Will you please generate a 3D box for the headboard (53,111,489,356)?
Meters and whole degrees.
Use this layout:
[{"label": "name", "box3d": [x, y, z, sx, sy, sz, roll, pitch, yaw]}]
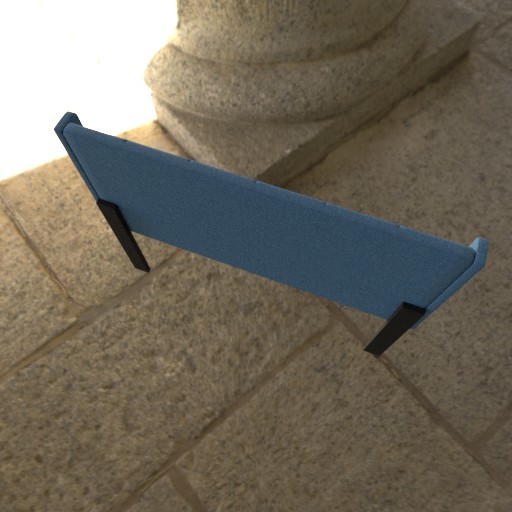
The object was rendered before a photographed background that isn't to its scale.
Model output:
[{"label": "headboard", "box3d": [0.000, 0.000, 2.679, 2.051, 1.524, 0.184, 19, 66, 9]}]
